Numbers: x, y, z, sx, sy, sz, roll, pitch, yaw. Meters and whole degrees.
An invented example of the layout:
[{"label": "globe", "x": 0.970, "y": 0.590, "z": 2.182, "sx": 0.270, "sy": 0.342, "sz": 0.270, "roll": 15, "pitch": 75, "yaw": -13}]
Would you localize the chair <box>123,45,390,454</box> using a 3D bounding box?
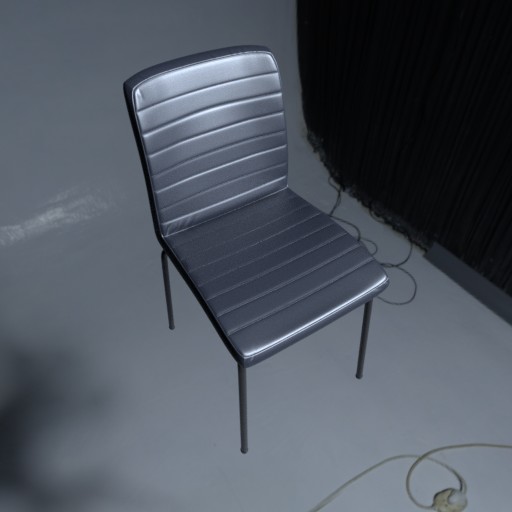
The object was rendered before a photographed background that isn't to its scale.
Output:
[{"label": "chair", "x": 0.000, "y": 0.000, "z": 1.182, "sx": 0.450, "sy": 0.872, "sz": 0.572, "roll": -25, "pitch": 51, "yaw": -22}]
